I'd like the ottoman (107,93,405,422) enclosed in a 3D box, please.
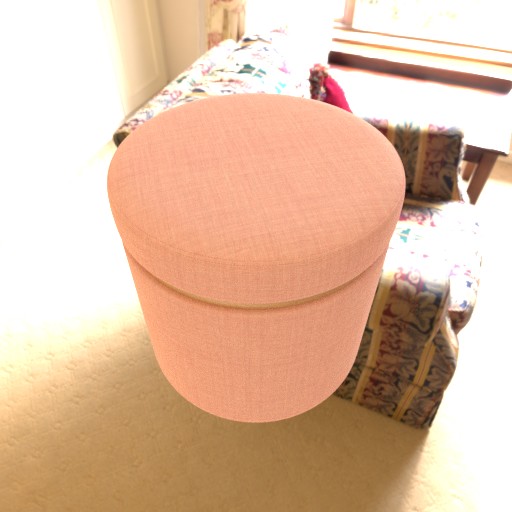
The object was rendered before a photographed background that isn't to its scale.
[{"bbox_3d":[0.000,0.000,0.731,0.400,0.406,0.400,0,45,0],"label":"ottoman"}]
